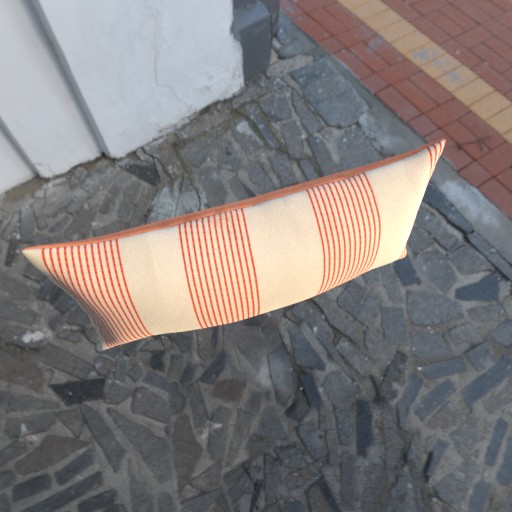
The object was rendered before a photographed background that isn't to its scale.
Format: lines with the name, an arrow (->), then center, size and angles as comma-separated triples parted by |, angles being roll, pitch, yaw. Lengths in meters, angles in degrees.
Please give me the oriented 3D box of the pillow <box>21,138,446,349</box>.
pillow -> 0.000, 0.000, 0.721 | 0.608, 0.292, 0.156 | -16, 65, -8
